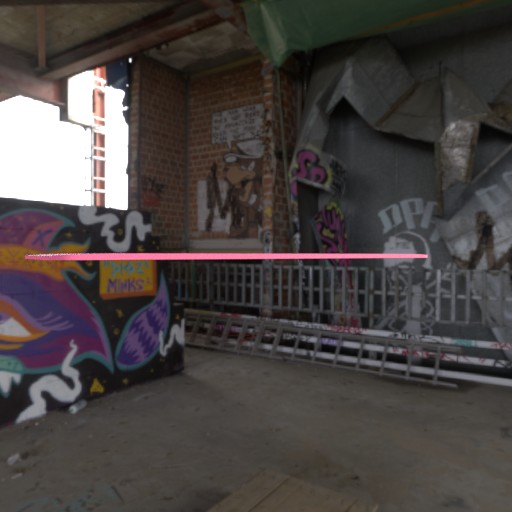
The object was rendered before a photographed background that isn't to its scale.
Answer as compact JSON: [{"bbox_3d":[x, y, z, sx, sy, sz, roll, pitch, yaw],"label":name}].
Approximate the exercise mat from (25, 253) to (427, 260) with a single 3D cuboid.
[{"bbox_3d":[0.000,0.000,2.082,1.884,0.021,0.616,0,0,-36],"label":"exercise mat"}]
